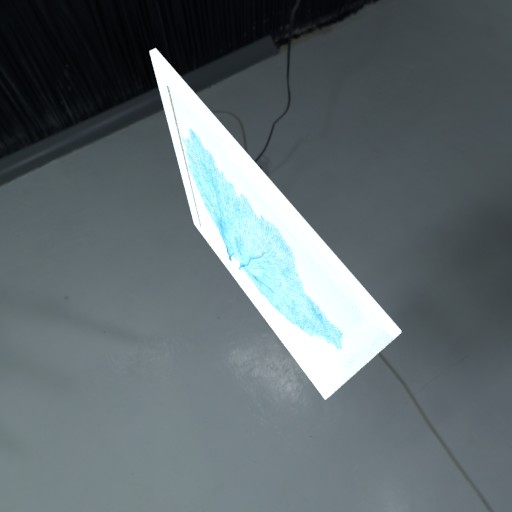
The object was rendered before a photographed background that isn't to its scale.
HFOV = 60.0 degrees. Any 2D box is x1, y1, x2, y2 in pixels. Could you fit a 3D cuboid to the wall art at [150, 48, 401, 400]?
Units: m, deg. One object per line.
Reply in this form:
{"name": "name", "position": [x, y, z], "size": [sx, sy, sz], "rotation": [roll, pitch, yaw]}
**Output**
{"name": "wall art", "position": [0.000, 0.000, 0.890], "size": [0.013, 0.584, 0.584], "rotation": [-33, 69, -14]}
